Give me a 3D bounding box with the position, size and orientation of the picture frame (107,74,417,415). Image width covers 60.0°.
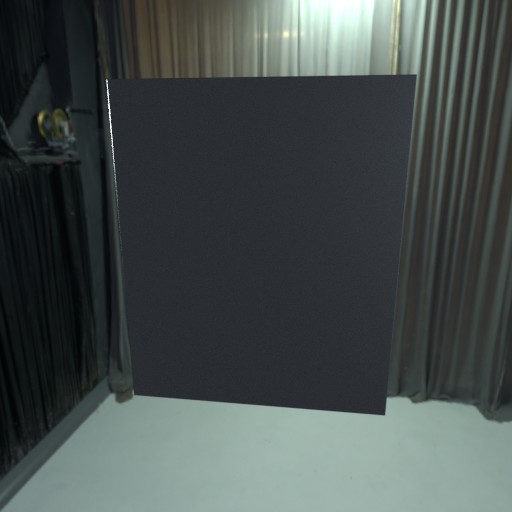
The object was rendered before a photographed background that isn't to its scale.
[{"bbox_3d":[0.000,0.000,0.742,0.460,0.556,0.028,2,16,7],"label":"picture frame"}]
